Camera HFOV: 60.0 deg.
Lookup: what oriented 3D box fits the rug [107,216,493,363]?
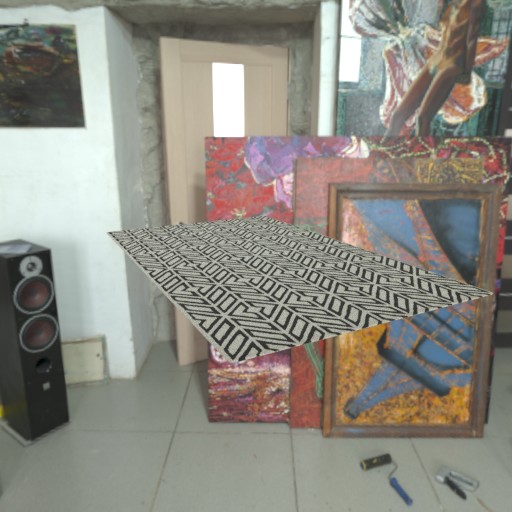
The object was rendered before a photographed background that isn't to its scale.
[{"bbox_3d":[0.000,0.000,3.000,1.523,0.008,2.438,-8,18,-27],"label":"rug"}]
